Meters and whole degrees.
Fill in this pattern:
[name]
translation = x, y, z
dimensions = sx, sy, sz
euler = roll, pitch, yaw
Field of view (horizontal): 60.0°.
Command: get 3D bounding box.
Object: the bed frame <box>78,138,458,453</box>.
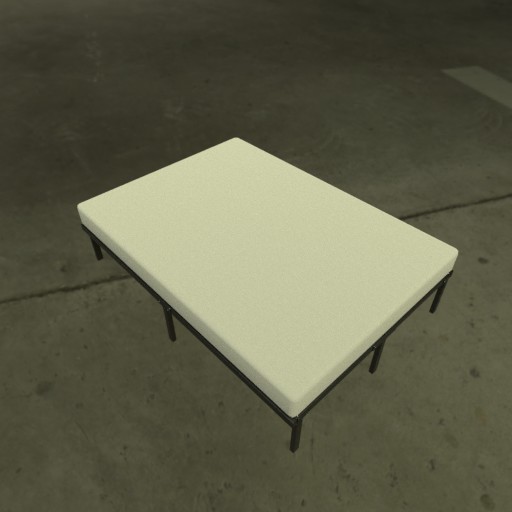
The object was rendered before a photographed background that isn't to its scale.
[bed frame]
translation = 0.000, 0.000, 3.863
dimensions = 2.205, 0.680, 2.842
euler = -26, 48, -26
